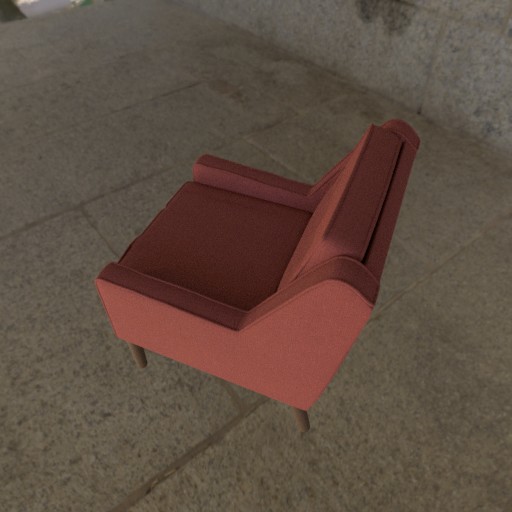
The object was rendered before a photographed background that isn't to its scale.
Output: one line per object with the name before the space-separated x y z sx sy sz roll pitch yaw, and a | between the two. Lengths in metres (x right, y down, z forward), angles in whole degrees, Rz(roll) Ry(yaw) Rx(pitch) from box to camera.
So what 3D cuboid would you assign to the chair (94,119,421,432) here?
chair | 0.000 0.000 1.417 0.770 0.812 0.680 16 49 15
